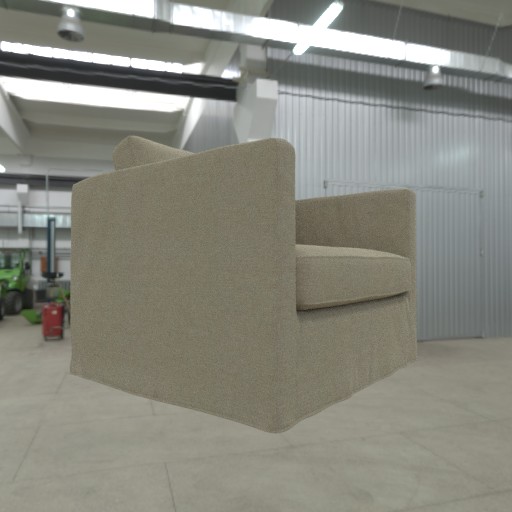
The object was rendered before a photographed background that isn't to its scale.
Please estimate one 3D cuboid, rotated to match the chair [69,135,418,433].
[{"bbox_3d":[0.000,0.000,1.729,0.949,0.863,1.057,-1,-1,38],"label":"chair"}]
